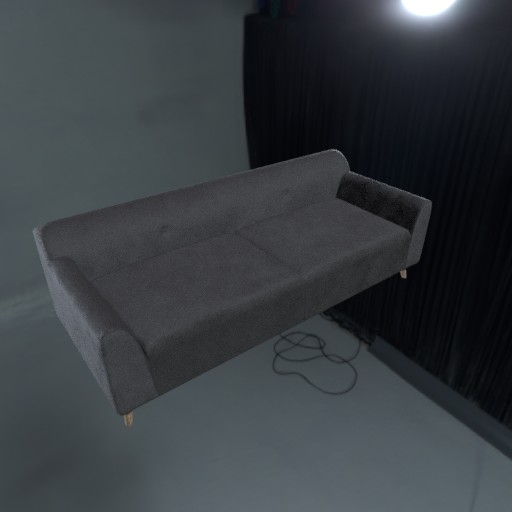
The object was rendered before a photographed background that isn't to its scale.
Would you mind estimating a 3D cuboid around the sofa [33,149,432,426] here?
[{"bbox_3d":[0.000,0.000,2.680,2.190,0.740,0.900,-21,36,-31],"label":"sofa"}]
